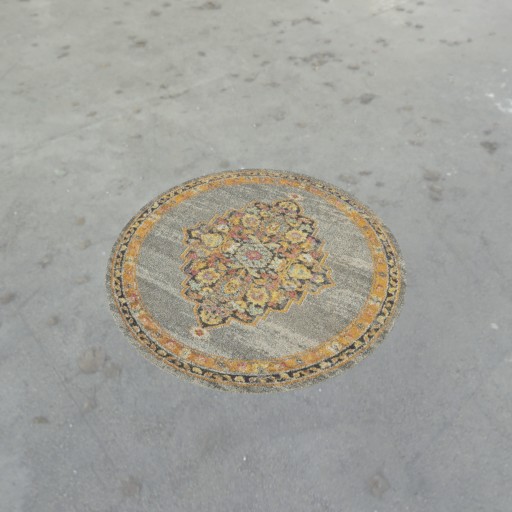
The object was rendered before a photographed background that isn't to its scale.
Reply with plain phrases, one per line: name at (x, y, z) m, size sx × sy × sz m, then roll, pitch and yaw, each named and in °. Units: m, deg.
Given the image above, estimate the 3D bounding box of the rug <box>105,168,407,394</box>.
rug at (0.000, 0.000, 3.591) m, size 2.382 × 0.014 × 2.382 m, roll 0°, pitch 47°, yaw 0°
